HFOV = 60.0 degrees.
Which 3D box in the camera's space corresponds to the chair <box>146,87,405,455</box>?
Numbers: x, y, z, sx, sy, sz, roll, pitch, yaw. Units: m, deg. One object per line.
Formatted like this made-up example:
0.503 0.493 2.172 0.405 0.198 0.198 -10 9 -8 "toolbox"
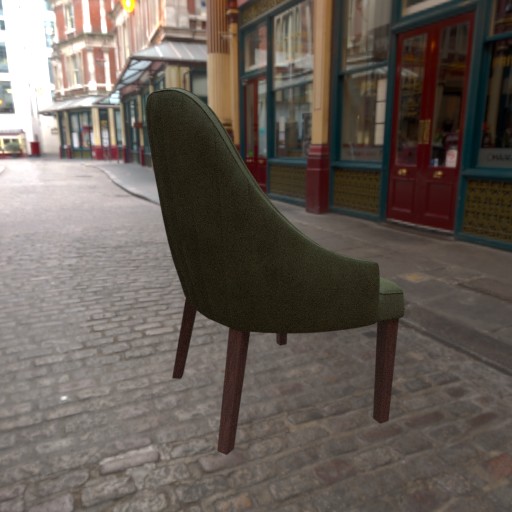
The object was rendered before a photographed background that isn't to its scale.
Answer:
0.000 0.000 1.298 0.575 0.889 0.643 -6 15 -26 "chair"
